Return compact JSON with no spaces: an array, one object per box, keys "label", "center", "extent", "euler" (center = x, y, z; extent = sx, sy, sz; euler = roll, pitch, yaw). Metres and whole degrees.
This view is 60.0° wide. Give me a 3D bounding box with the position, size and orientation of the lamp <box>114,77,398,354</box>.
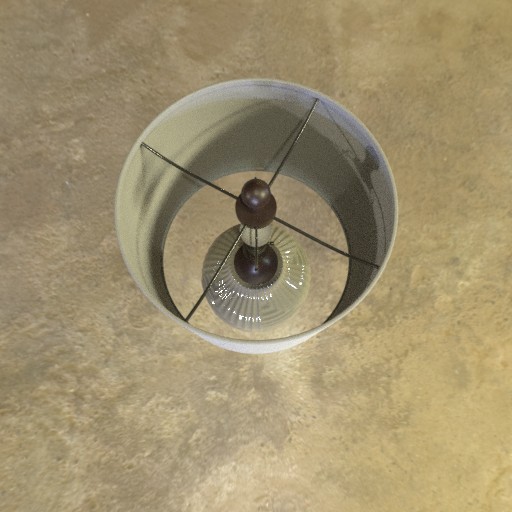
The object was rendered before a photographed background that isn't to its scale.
[{"label":"lamp","center":[0.000,0.000,0.736],"extent":[0.318,0.567,0.318],"euler":[0,75,0]}]
